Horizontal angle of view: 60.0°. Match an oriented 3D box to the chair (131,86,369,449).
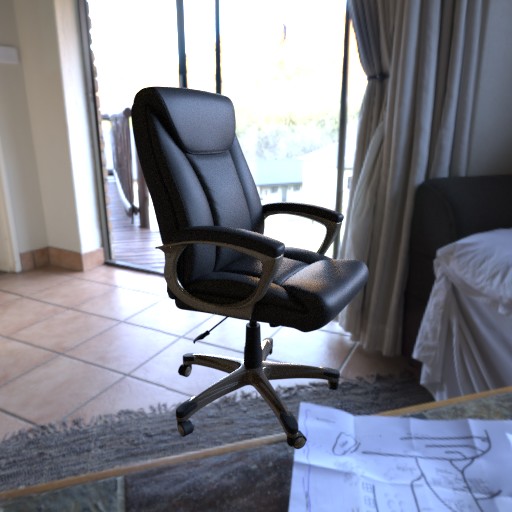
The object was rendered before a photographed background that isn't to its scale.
[{"bbox_3d":[0.000,0.000,1.640,0.748,1.188,0.694,8,18,27],"label":"chair"}]
